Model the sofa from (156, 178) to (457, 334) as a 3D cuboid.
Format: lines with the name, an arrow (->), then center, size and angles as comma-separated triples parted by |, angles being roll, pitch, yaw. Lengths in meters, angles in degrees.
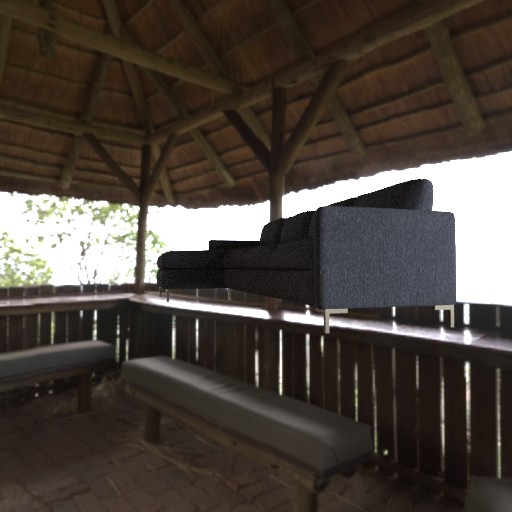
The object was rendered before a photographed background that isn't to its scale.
sofa -> 0.000, 0.000, 3.512 | 1.350, 0.810, 2.932 | 0, -1, -17
